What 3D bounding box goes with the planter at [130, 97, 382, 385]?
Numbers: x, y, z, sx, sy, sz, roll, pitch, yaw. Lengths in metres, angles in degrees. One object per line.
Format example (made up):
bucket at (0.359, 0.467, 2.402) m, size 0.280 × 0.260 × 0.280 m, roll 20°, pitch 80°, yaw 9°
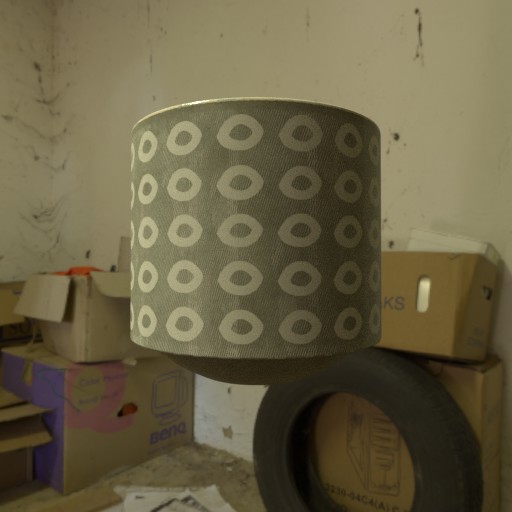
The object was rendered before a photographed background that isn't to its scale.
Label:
planter at (0.000, 0.000, 0.349) m, size 0.190 × 0.181 × 0.190 m, roll 0°, pitch -1°, yaw 0°
